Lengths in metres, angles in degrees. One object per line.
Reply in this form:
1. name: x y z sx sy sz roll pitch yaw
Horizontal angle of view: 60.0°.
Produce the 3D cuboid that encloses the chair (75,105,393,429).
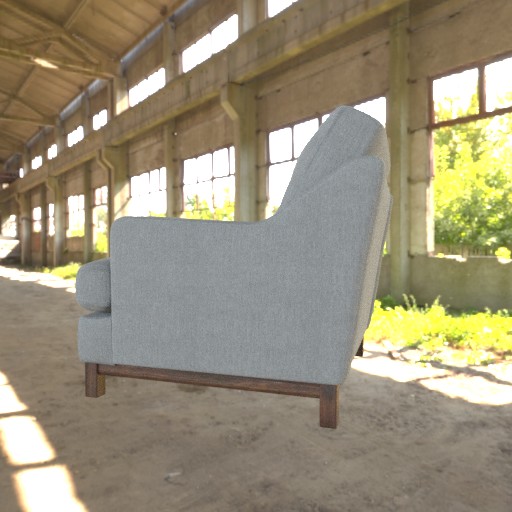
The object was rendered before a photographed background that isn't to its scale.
1. chair: 0.000 0.000 1.541 0.892 0.821 0.826 0 1 18
